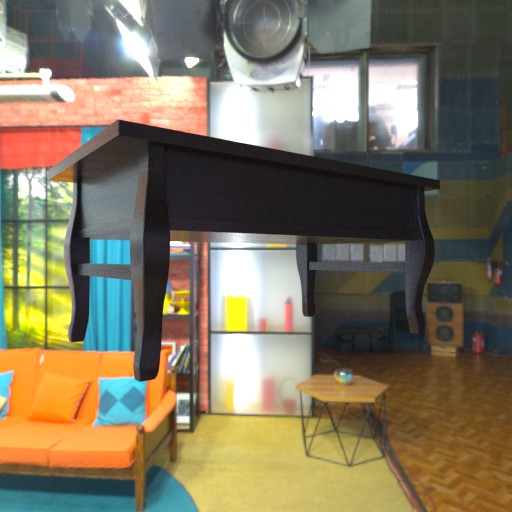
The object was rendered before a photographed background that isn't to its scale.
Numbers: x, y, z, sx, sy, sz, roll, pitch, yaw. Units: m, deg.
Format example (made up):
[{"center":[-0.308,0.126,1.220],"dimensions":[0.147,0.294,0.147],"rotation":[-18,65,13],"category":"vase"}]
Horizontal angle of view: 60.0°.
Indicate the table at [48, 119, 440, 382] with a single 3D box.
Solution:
[{"center":[0.000,0.000,1.360],"dimensions":[1.062,0.494,0.600],"rotation":[0,0,-37],"category":"table"}]
